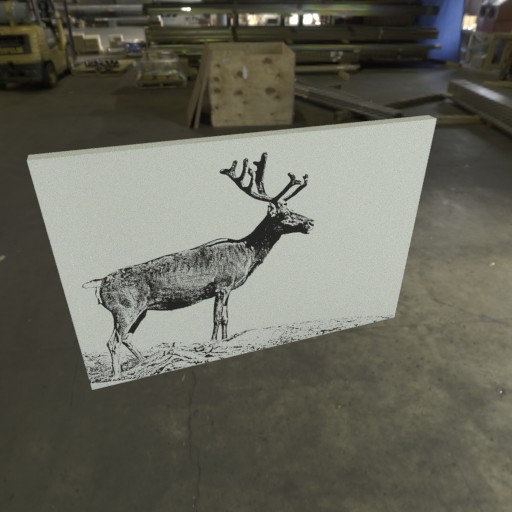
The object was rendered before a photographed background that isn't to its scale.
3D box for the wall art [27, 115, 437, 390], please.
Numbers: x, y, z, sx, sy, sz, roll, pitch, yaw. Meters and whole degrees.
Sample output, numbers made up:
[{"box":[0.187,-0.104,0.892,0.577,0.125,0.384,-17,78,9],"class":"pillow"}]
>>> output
[{"box":[0.000,0.000,1.118,0.906,0.617,0.033,-10,33,-16],"class":"wall art"}]
